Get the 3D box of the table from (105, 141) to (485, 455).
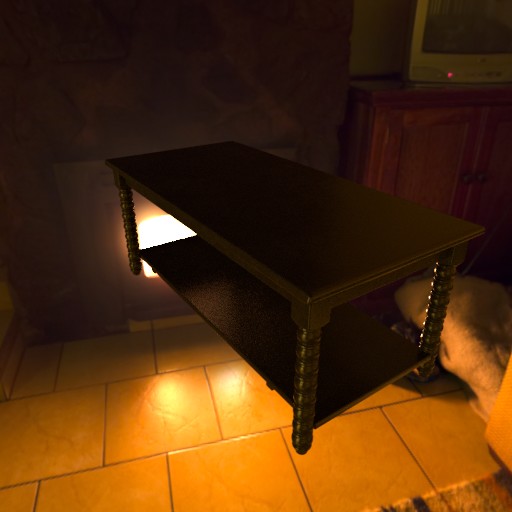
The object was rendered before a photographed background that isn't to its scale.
[{"bbox_3d":[0.000,0.000,1.482,0.580,0.487,1.171,-17,32,-31],"label":"table"}]
